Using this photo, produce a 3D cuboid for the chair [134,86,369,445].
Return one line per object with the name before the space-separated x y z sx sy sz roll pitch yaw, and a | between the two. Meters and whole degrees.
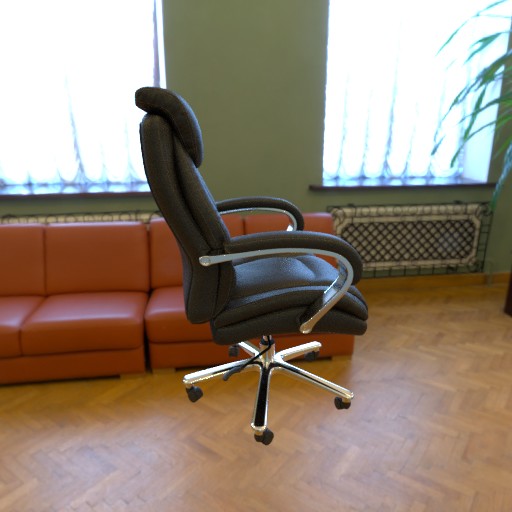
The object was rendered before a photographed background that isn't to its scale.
chair | 0.000 0.000 1.684 0.790 1.183 0.755 -3 17 -9
